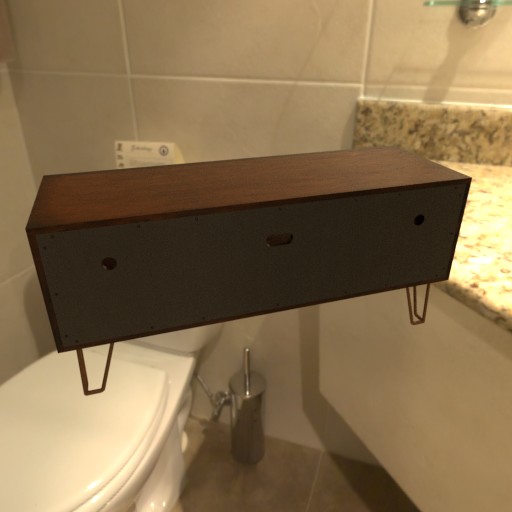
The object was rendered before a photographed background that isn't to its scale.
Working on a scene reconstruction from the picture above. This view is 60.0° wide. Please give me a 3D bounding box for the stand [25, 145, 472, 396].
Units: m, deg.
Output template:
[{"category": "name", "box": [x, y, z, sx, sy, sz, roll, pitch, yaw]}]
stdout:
[{"category": "stand", "box": [0.000, 0.000, 1.642, 1.372, 0.610, 0.481, -8, 29, -16]}]
